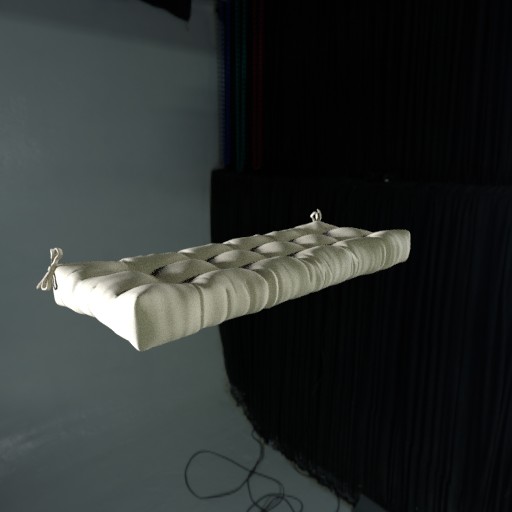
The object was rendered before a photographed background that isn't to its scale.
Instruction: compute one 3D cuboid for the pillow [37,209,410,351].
[{"bbox_3d":[0.000,0.000,1.402,1.194,0.174,0.511,-12,18,-43],"label":"pillow"}]
